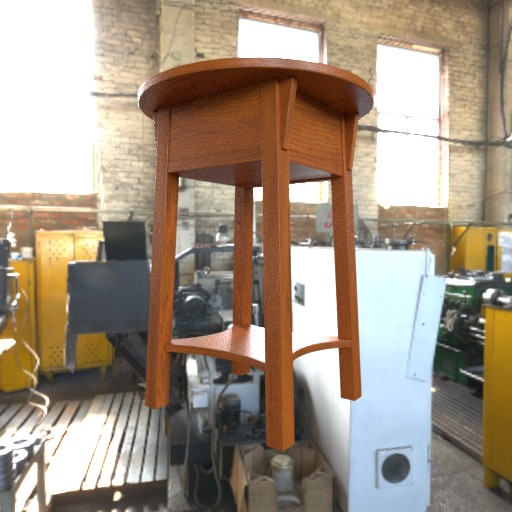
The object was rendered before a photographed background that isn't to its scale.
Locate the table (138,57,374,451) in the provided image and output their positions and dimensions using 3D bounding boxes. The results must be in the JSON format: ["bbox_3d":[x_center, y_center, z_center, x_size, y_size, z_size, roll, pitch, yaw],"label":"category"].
[{"bbox_3d":[0.000,0.000,0.899,0.457,0.610,0.457,0,2,0],"label":"table"}]
